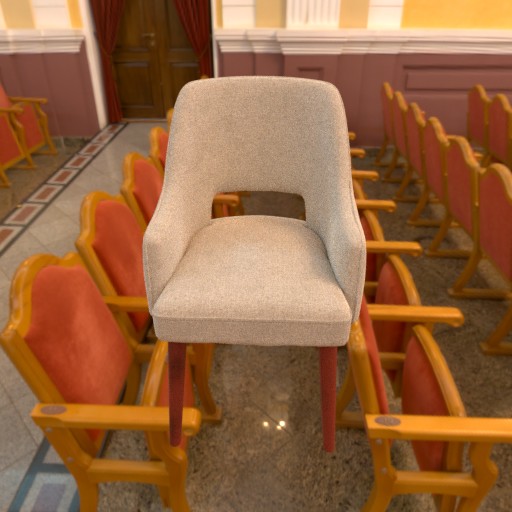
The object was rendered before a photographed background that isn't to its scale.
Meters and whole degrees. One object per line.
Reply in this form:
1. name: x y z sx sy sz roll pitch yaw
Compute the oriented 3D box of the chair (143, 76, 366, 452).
1. chair: 0.000 0.000 1.230 0.548 0.849 0.605 1 31 2
